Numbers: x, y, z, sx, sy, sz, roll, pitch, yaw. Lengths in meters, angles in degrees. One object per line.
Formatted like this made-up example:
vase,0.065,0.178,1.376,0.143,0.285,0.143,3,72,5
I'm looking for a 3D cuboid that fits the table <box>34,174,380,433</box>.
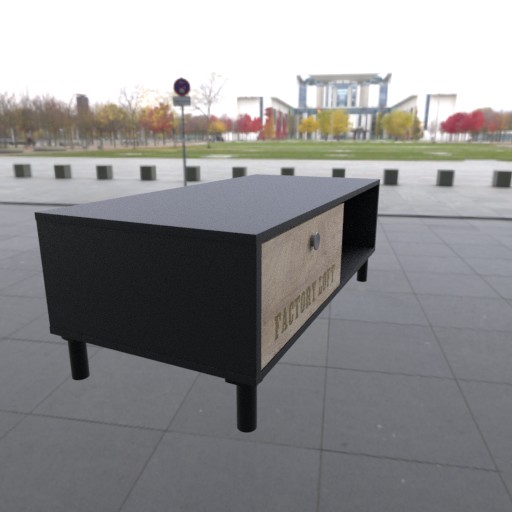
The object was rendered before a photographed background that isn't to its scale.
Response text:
table,0.000,0.000,1.368,0.550,0.400,1.100,7,17,25
